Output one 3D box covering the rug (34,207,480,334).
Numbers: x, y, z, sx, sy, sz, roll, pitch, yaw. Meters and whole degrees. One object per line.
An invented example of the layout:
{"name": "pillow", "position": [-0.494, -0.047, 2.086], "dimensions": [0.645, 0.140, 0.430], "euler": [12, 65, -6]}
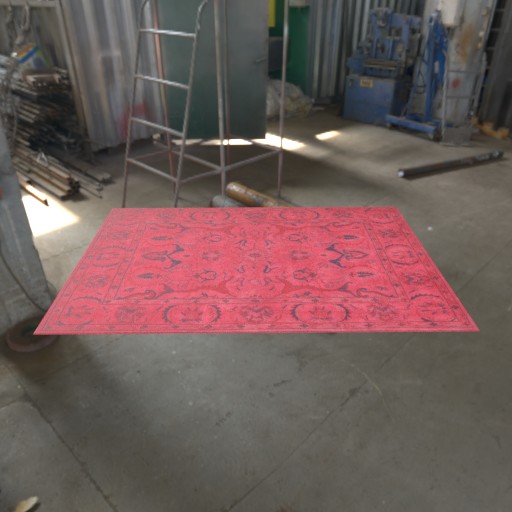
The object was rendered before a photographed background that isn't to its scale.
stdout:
{"name": "rug", "position": [0.000, 0.000, 2.318], "dimensions": [1.814, 0.008, 1.209], "euler": [0, 31, -1]}
